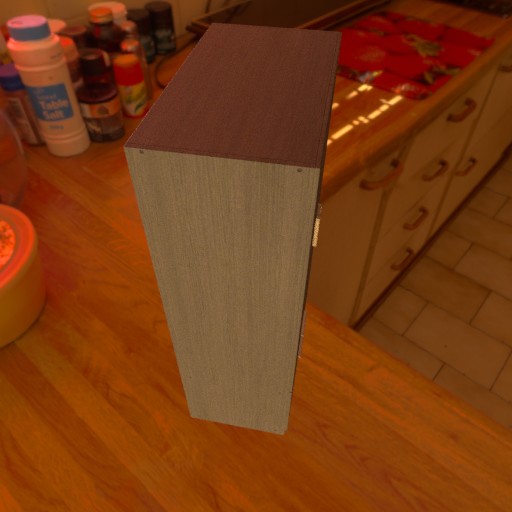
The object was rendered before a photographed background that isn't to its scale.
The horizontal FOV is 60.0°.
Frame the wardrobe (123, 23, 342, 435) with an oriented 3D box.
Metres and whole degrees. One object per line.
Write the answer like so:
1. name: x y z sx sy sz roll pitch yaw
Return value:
1. wardrobe: 0.000 0.000 2.211 0.577 1.808 0.991 8 47 8
